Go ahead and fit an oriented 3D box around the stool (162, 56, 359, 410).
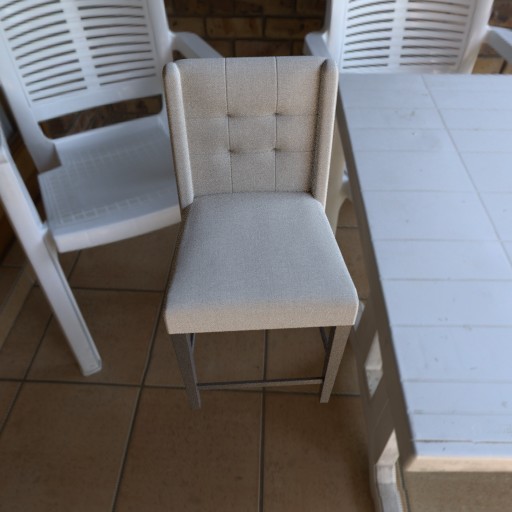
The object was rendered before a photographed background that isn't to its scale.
[{"bbox_3d":[0.000,0.000,1.284,0.474,0.939,0.509,-2,47,-2],"label":"stool"}]
